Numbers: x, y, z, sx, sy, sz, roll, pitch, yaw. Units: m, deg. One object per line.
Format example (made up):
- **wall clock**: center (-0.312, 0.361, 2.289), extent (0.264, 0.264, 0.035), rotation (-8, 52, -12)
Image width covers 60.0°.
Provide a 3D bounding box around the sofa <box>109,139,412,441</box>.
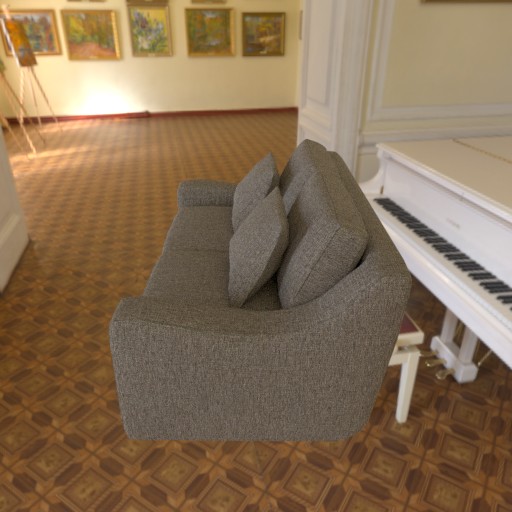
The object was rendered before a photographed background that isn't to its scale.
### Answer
- **sofa**: center (0.000, 0.000, 2.441), extent (1.120, 0.991, 1.778), rotation (0, 27, 1)
